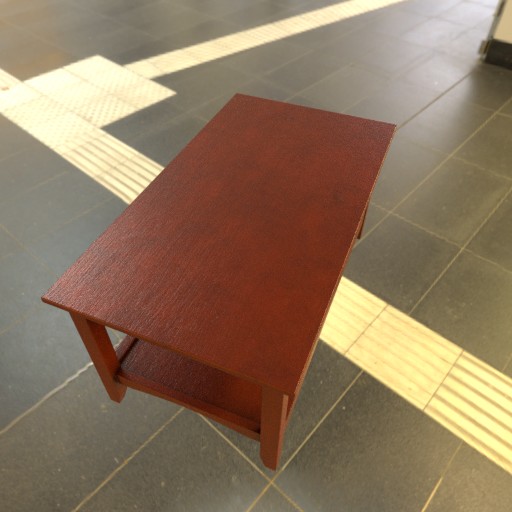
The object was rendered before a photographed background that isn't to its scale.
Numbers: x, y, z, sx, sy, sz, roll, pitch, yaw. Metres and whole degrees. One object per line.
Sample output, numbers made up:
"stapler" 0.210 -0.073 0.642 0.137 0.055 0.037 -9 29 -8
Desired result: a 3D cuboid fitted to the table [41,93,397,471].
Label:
"table" 0.000 0.000 1.269 0.533 0.456 0.943 17 48 15
